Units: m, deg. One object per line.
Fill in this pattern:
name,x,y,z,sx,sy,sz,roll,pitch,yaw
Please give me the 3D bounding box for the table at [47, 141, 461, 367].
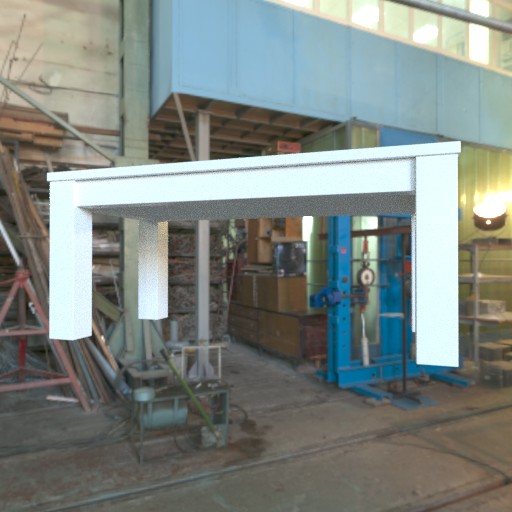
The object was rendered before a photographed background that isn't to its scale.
table,0.000,0.000,2.251,1.800,0.790,0.900,0,-1,18
